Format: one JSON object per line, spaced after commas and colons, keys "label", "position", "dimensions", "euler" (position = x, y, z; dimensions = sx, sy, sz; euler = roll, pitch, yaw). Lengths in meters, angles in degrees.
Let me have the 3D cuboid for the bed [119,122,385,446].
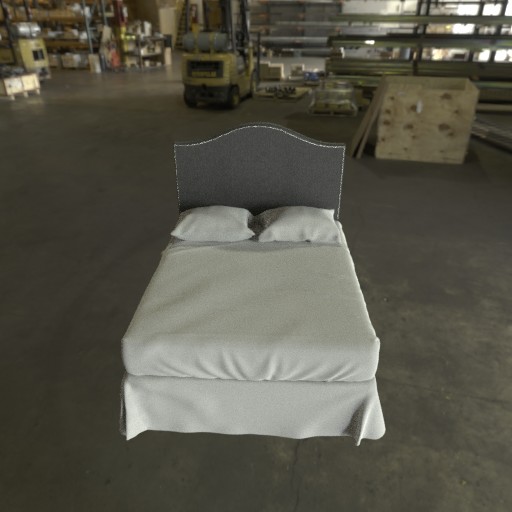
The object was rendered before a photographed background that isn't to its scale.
{"label": "bed", "position": [0.000, 0.000, 3.497], "dimensions": [1.876, 1.645, 2.221], "euler": [1, 29, 2]}
